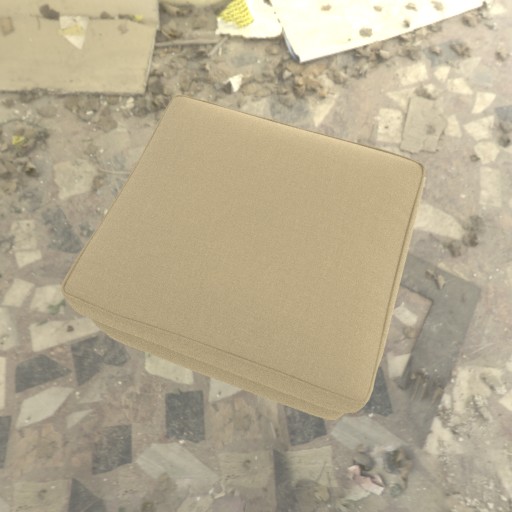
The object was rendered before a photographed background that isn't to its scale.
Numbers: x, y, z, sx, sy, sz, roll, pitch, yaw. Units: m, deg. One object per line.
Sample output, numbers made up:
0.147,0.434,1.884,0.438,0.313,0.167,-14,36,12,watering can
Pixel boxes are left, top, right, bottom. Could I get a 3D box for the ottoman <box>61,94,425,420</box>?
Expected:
0.000,0.000,1.201,0.716,0.505,0.662,18,66,9,ottoman
